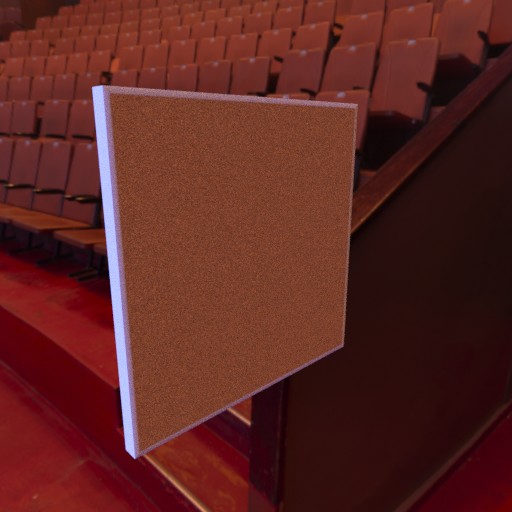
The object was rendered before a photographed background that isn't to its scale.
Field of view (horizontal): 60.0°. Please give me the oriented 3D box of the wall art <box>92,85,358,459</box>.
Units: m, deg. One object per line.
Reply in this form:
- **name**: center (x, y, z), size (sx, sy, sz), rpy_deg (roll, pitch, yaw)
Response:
- **wall art**: center (0.000, 0.000, 1.133), size (0.768, 0.765, 0.041), rpy_deg (-14, 21, -42)
